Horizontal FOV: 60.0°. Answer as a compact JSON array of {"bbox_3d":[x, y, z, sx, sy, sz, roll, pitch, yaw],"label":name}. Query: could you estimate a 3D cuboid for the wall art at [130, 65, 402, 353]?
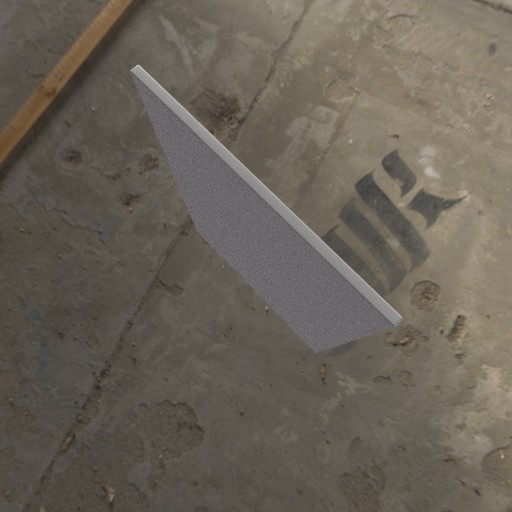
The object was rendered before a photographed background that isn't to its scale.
[{"bbox_3d":[0.000,0.000,0.616,0.011,0.482,0.329,-43,79,-10],"label":"wall art"}]
